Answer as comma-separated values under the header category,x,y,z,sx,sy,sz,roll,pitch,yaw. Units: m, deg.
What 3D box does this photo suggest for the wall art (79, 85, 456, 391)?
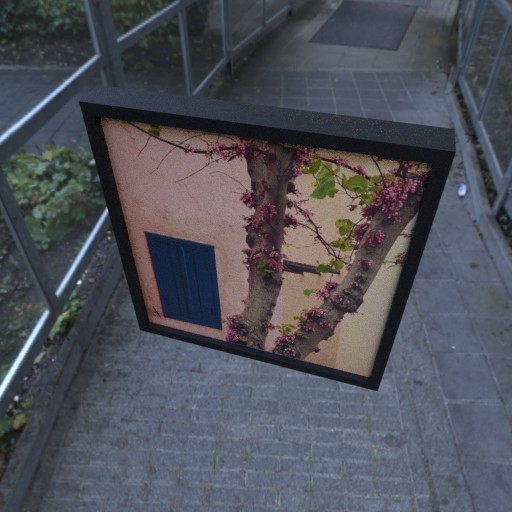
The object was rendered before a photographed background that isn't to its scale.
category,x,y,z,sx,sy,sz,roll,pitch,yaw
wall art,0.000,0.000,0.457,0.305,0.304,0.038,11,42,13
